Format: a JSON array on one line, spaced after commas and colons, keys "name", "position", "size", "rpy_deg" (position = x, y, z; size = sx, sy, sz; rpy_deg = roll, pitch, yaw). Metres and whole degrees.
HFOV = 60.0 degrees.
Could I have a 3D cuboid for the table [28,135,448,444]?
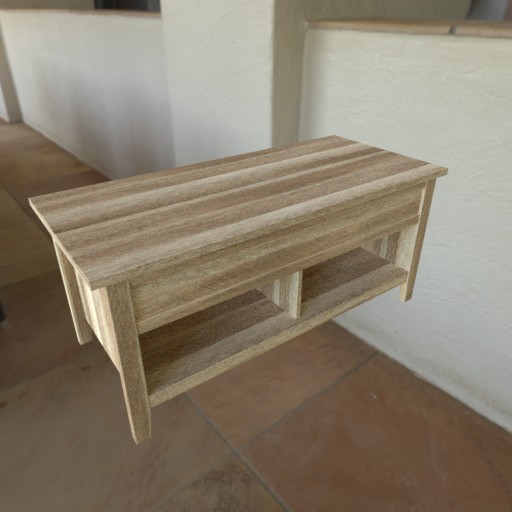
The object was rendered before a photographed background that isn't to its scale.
[{"name": "table", "position": [0.000, 0.000, 1.367], "size": [1.095, 0.480, 0.493], "rpy_deg": [-19, 35, -31]}]
